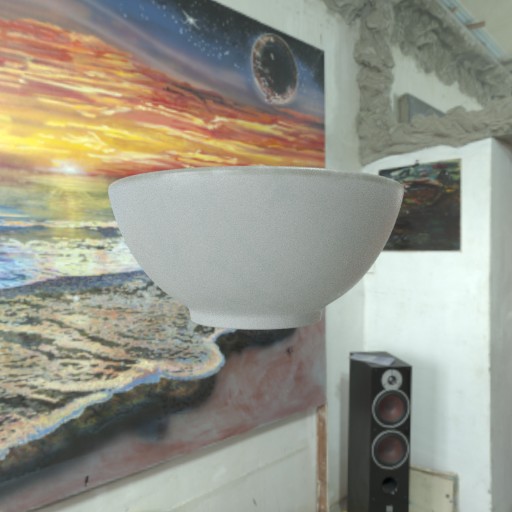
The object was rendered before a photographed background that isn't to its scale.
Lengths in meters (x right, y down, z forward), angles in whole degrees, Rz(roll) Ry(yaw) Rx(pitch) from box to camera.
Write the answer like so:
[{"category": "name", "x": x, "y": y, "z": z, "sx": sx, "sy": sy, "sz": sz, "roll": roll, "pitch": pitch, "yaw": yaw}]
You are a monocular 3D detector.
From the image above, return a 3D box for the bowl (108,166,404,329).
[{"category": "bowl", "x": 0.000, "y": 0.000, "z": 0.424, "sx": 0.268, "sy": 0.121, "sz": 0.268, "roll": 0, "pitch": 0, "yaw": 0}]
